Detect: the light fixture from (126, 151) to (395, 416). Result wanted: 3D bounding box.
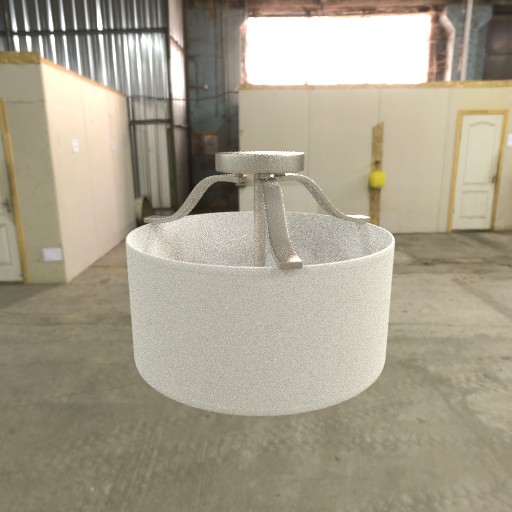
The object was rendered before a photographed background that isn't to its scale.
[{"bbox_3d":[0.000,0.000,0.668,0.395,0.304,0.395,0,15,0],"label":"light fixture"}]
